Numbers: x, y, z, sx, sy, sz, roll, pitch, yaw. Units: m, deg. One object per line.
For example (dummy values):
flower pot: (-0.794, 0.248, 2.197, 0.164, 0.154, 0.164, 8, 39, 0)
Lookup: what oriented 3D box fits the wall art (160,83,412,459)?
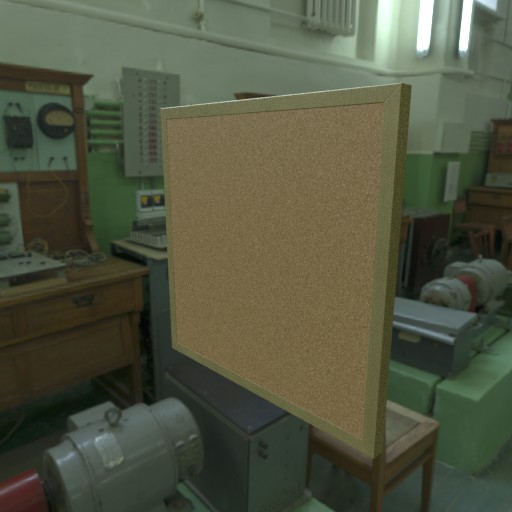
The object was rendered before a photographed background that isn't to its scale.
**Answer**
wall art: (0.000, 0.000, 1.140, 0.037, 0.763, 0.763, -13, 19, -43)
